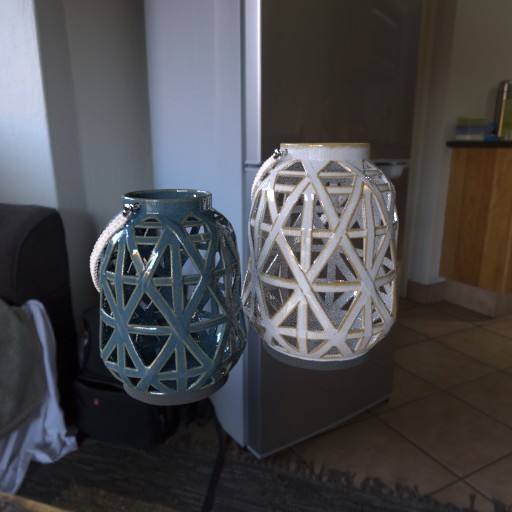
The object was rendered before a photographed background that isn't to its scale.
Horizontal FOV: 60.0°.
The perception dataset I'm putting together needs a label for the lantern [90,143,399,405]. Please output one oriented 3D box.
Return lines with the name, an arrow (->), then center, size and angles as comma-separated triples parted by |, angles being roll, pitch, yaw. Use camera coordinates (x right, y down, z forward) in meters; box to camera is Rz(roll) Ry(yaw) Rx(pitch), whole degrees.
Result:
lantern -> 0.000, 0.000, 0.624 | 0.439, 0.307, 0.245 | -7, 16, -25
